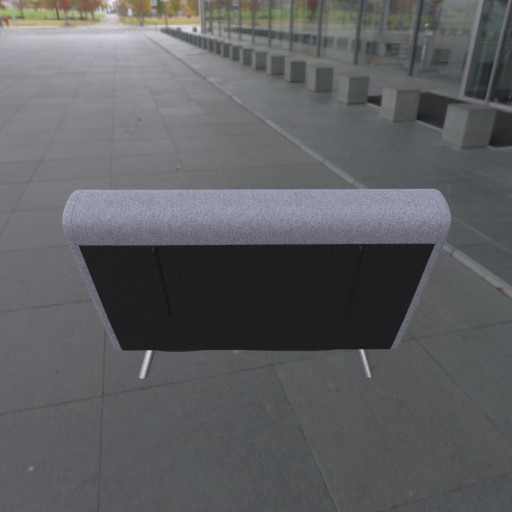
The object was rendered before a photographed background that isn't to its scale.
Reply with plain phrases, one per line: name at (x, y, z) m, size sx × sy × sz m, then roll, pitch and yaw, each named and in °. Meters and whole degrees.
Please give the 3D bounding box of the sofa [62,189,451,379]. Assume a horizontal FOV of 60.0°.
sofa at (0.000, 0.000, 1.724) m, size 1.020 × 0.825 × 1.000 m, roll 0°, pitch 29°, yaw 0°
